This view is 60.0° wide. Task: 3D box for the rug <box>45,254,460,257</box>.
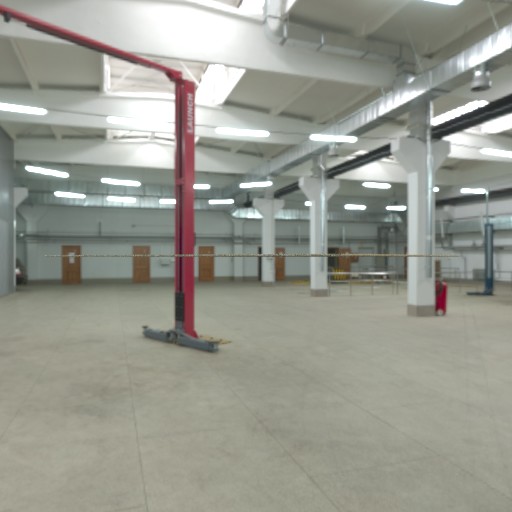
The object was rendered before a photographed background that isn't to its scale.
[{"bbox_3d":[0.000,0.000,4.159,3.034,0.012,2.471,0,0,37],"label":"rug"}]
